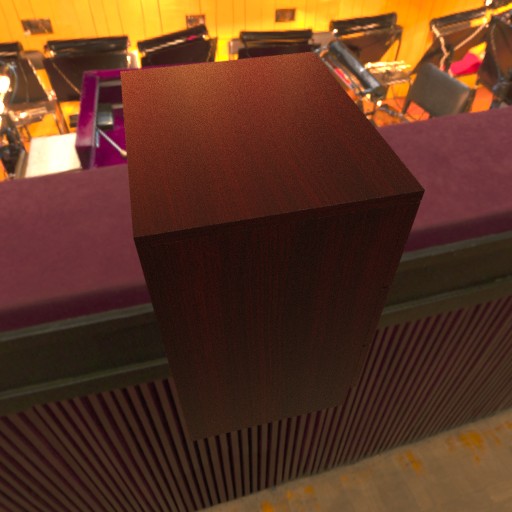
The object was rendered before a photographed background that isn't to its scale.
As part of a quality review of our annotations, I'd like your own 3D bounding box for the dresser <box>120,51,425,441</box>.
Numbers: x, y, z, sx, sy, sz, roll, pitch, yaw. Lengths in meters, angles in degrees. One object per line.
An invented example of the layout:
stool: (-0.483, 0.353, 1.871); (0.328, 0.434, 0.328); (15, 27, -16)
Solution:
dresser: (0.000, 0.000, 0.826); (0.360, 0.560, 0.400); (-10, 48, -9)
